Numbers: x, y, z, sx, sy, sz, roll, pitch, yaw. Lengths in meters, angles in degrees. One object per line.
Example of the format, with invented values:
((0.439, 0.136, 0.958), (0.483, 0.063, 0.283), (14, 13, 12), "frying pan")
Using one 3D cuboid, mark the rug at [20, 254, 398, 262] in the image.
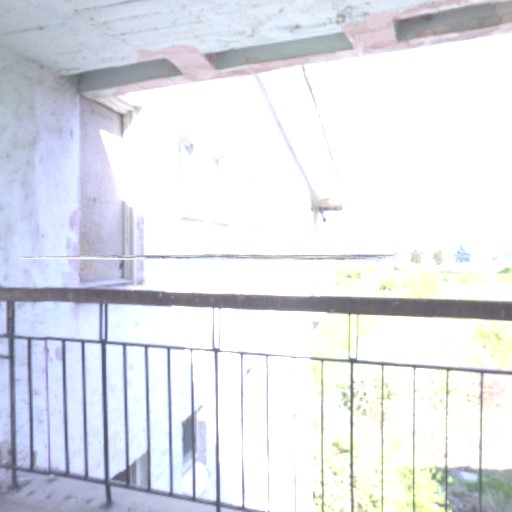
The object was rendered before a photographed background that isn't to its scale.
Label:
((0.000, 0.000, 4.104), (2.423, 0.014, 3.040), (0, 1, 19), "rug")
